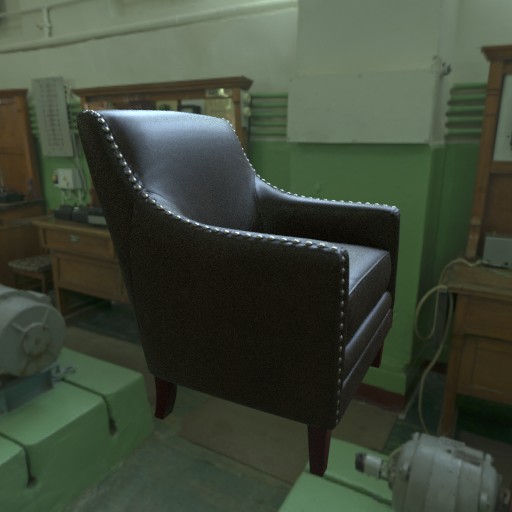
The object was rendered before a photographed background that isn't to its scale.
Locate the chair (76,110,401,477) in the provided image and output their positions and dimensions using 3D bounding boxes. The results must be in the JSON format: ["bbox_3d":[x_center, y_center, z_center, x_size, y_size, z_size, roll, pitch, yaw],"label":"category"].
[{"bbox_3d":[0.000,0.000,1.284,0.704,0.813,0.639,8,17,27],"label":"chair"}]
